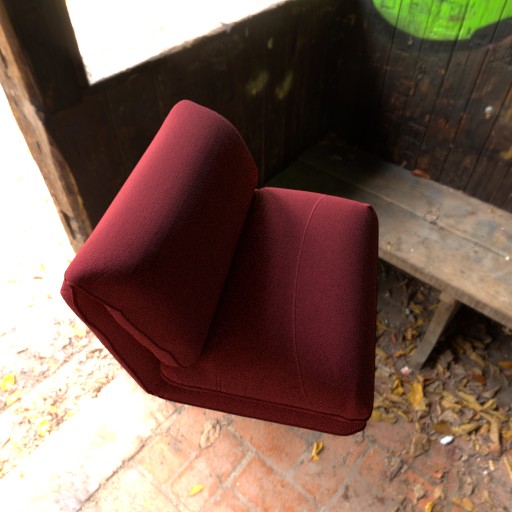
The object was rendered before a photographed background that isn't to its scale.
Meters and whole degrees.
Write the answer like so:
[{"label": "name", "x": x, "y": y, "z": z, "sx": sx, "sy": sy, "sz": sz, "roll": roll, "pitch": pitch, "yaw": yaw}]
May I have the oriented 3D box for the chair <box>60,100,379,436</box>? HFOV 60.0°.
[{"label": "chair", "x": 0.000, "y": 0.000, "z": 1.353, "sx": 0.780, "sy": 0.580, "sz": 0.820, "roll": 9, "pitch": 48, "yaw": 8}]
